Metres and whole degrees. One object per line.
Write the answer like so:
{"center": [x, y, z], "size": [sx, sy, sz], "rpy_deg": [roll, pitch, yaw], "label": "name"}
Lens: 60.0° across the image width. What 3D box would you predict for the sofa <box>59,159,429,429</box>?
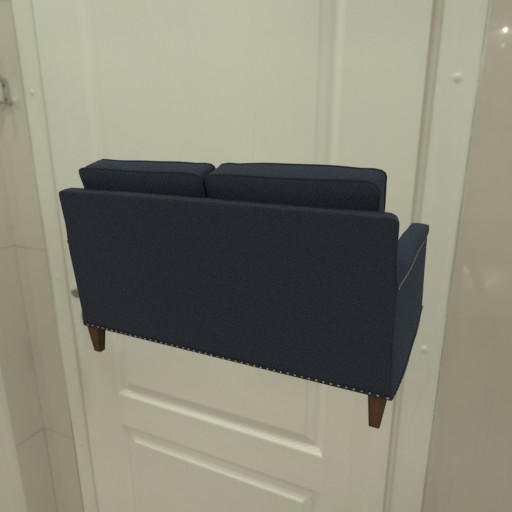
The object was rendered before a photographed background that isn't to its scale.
{"center": [0.000, 0.000, 2.269], "size": [1.597, 1.003, 1.084], "rpy_deg": [8, 18, 24], "label": "sofa"}
